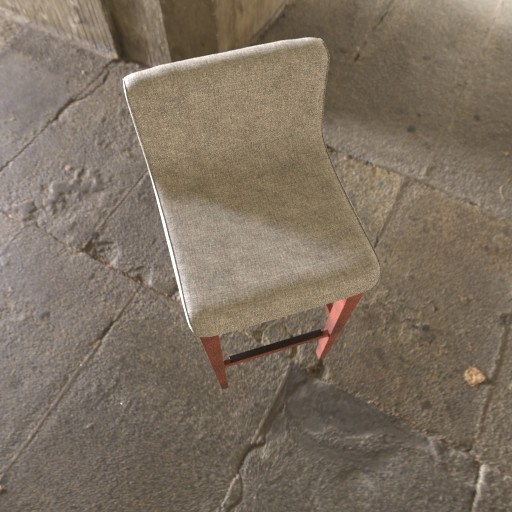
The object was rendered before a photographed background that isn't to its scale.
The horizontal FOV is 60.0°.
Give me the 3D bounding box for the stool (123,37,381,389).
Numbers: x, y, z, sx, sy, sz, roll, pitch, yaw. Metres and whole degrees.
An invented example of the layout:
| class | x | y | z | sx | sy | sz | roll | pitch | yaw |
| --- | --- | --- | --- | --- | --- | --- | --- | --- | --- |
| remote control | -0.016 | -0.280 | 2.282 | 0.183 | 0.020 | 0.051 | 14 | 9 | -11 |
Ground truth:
| class | x | y | z | sx | sy | sz | roll | pitch | yaw |
| --- | --- | --- | --- | --- | --- | --- | --- | --- | --- |
| stool | 0.000 | 0.000 | 1.224 | 0.426 | 0.965 | 0.499 | -15 | 63 | -8 |
